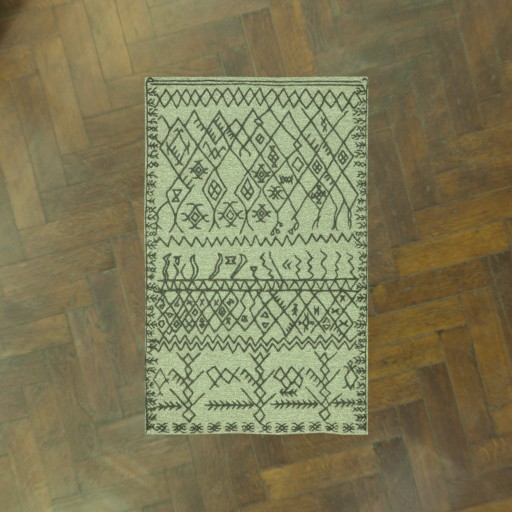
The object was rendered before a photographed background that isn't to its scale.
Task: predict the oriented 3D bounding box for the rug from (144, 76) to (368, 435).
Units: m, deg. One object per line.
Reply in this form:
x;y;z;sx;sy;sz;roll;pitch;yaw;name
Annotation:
0.000;0.000;4.741;2.393;0.019;3.824;0;90;0;rug
